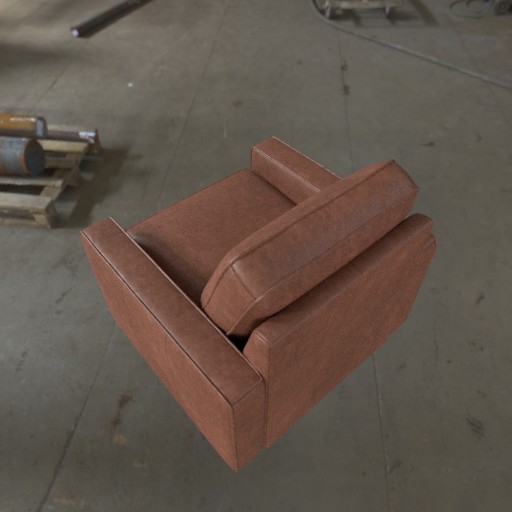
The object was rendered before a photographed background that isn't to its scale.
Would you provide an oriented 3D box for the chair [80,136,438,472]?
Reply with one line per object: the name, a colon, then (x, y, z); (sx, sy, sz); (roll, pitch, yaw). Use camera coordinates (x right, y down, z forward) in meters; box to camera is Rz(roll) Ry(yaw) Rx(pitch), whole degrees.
chair: (0.000, 0.000, 1.725); (1.017, 0.919, 0.940); (-32, 55, -26)
